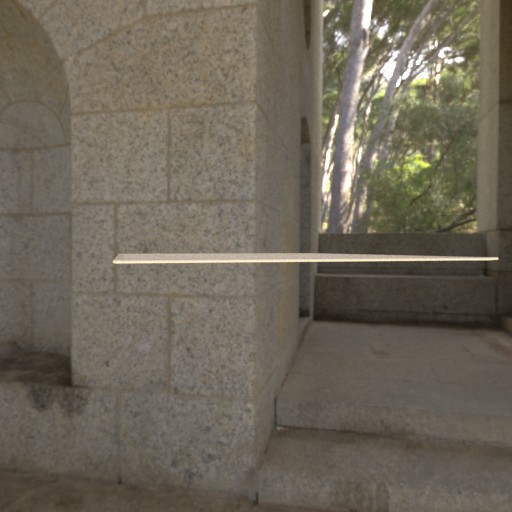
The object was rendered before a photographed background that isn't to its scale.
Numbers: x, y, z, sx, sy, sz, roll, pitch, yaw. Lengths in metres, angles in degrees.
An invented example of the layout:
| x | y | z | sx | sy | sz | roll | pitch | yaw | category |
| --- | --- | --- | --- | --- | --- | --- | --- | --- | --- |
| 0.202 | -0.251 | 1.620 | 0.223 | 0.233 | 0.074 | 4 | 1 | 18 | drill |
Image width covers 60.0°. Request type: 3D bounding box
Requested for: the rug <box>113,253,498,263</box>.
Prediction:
| x | y | z | sx | sy | sz | roll | pitch | yaw | category |
| --- | --- | --- | --- | --- | --- | --- | --- | --- | --- |
| 0.000 | 0.000 | 4.009 | 2.407 | 0.020 | 3.051 | 0 | 1 | -17 | rug |
